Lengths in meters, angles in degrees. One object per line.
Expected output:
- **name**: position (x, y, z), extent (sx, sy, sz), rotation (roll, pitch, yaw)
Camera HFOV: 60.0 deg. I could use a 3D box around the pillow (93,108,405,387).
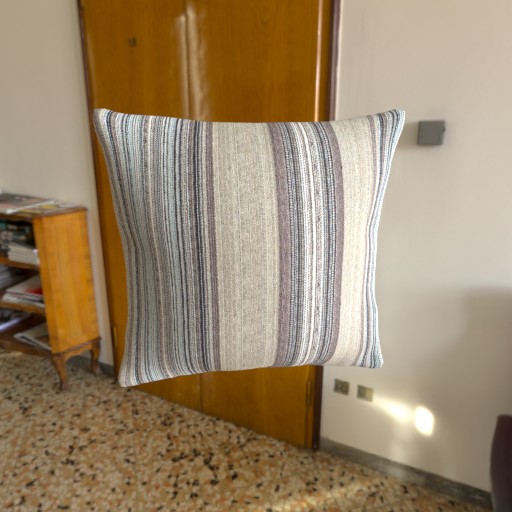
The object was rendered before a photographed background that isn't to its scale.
- **pillow**: position (0.000, 0.000, 0.657), extent (0.435, 0.416, 0.189), rotation (-2, 16, -7)
